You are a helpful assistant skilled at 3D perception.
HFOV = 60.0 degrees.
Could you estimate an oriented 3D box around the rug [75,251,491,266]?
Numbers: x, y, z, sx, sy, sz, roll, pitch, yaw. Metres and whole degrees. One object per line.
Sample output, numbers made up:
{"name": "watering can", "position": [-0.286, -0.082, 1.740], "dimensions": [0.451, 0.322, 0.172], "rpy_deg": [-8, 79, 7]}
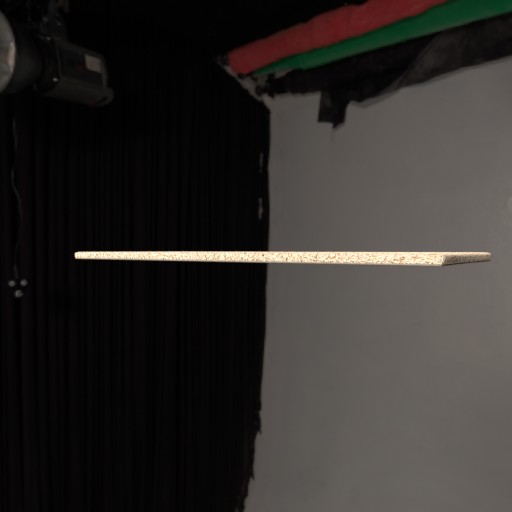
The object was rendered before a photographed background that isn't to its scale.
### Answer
{"name": "rug", "position": [0.000, 0.000, 1.701], "dimensions": [1.524, 0.030, 0.609], "rpy_deg": [1, 1, 37]}
